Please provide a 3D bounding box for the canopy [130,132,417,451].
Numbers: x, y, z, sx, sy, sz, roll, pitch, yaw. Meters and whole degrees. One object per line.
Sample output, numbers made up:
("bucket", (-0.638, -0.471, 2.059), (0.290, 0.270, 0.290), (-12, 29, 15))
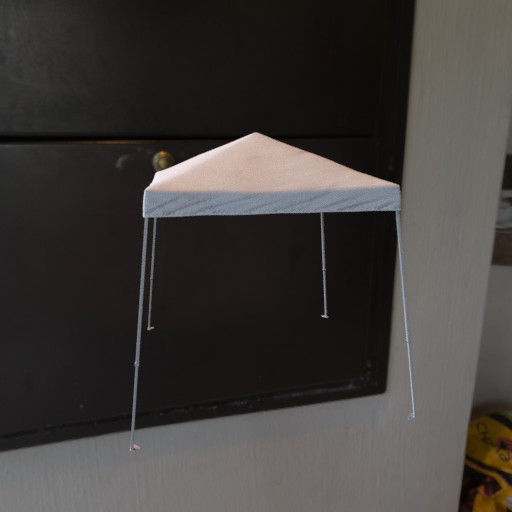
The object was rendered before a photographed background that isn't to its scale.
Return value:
("canopy", (0.000, 0.000, 5.304), (2.849, 2.849, 2.848), (-2, 14, -10))
